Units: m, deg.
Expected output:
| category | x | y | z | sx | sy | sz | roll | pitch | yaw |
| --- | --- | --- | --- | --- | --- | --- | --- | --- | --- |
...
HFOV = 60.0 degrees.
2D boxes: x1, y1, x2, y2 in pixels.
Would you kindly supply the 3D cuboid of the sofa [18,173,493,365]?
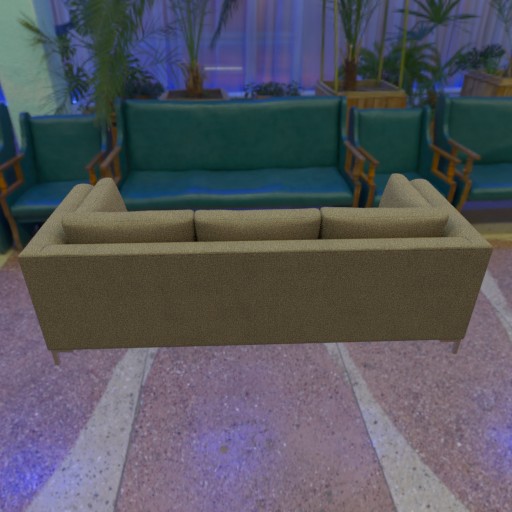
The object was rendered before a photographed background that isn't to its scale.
| category | x | y | z | sx | sy | sz | roll | pitch | yaw |
| --- | --- | --- | --- | --- | --- | --- | --- | --- | --- |
| sofa | 0.000 | 0.000 | 2.810 | 2.415 | 0.867 | 0.969 | -1 | 31 | -2 |
